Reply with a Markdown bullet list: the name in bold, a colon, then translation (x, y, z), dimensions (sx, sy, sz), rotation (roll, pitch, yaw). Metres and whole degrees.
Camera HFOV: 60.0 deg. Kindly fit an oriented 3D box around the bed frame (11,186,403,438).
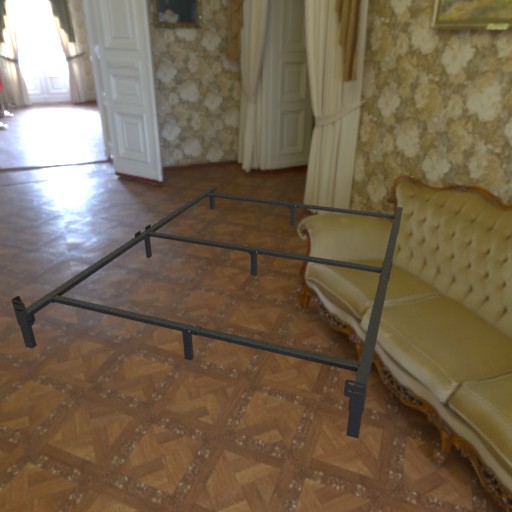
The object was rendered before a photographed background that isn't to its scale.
- **bed frame**: translation (0.000, 0.000, 2.550), dimensions (1.498, 0.248, 1.990), rotation (9, 28, 18)
